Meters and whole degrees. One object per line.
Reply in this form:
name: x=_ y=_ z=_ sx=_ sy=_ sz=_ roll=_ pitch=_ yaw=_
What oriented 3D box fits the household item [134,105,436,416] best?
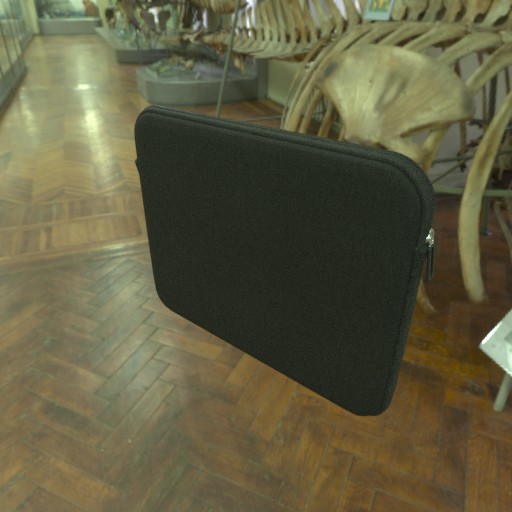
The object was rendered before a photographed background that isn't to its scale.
household item: x=0.000 y=0.000 z=0.522 sx=0.396 sy=0.305 sz=0.030 roll=22 pitch=37 yaw=33
